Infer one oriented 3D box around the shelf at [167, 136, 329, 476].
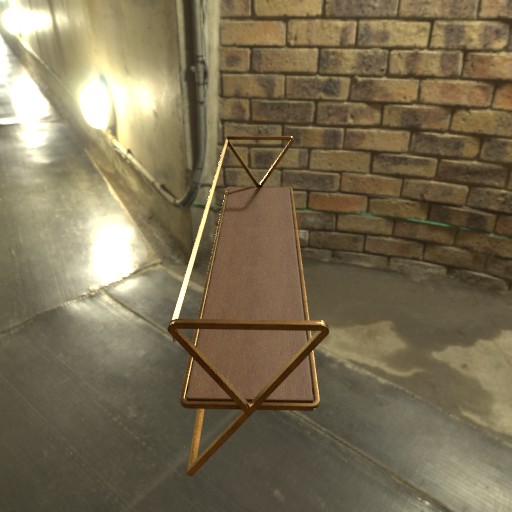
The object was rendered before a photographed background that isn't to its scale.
[{"bbox_3d":[0.000,0.000,0.740,0.150,0.229,0.645,1,30,1],"label":"shelf"}]
